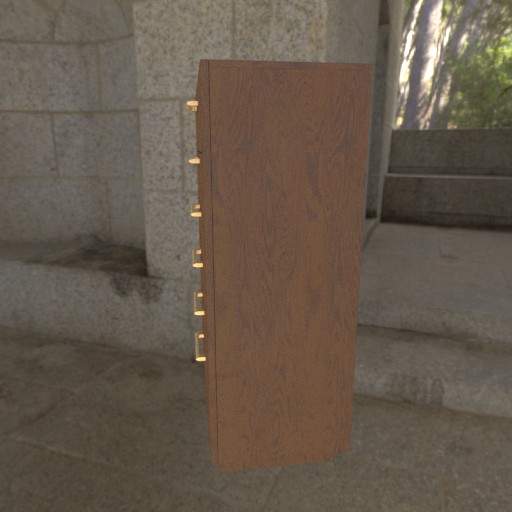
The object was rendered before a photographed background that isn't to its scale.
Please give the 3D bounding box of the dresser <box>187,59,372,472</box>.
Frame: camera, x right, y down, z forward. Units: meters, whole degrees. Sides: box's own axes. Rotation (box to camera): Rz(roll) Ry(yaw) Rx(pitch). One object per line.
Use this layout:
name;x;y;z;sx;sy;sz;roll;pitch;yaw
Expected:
dresser;0.000;0.000;1.821;0.516;1.320;0.964;-2;14;-8
